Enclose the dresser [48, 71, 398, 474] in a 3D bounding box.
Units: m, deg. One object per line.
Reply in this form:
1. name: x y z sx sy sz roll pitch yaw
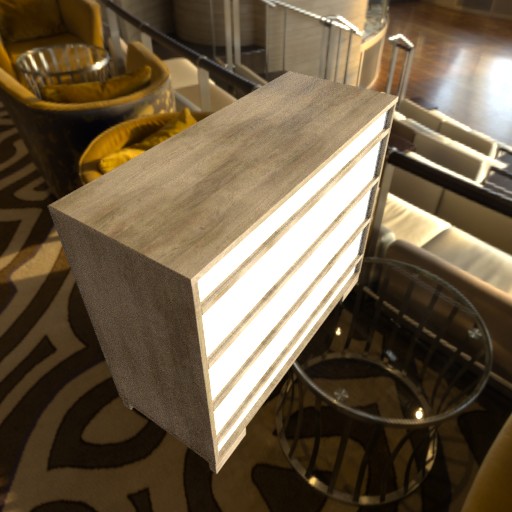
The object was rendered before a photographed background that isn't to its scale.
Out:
1. dresser: 0.000 0.000 1.441 0.404 0.816 0.994 24 47 25
